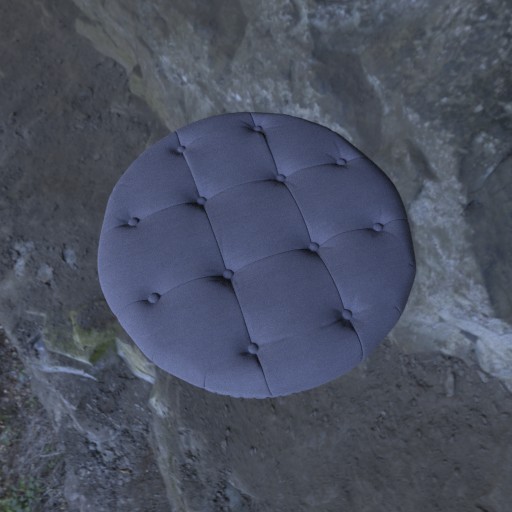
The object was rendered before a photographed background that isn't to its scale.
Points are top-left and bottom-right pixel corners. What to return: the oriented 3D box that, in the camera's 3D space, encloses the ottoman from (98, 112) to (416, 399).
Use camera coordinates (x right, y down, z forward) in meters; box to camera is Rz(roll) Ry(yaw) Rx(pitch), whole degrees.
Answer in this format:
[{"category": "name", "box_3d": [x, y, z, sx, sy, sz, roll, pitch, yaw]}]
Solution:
[{"category": "ottoman", "box_3d": [0.000, 0.000, 1.378, 0.901, 0.439, 0.901, 0, 61, 0]}]
